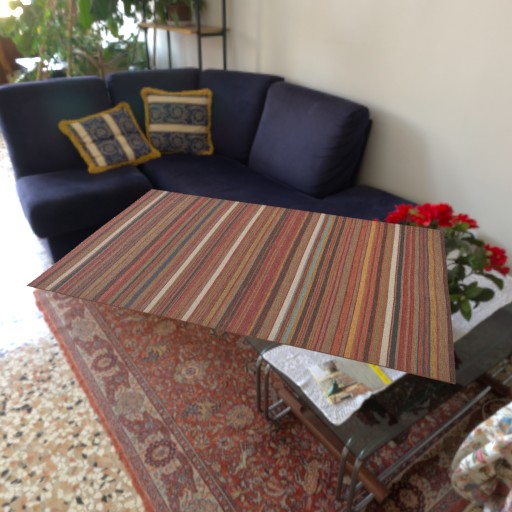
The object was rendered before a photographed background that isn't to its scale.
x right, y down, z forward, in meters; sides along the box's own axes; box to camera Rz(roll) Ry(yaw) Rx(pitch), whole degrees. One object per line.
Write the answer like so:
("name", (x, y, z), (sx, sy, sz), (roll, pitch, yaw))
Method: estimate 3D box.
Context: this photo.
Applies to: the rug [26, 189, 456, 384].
("rug", (0.000, 0.000, 2.974), (2.438, 0.008, 1.523), (10, 34, 15))
